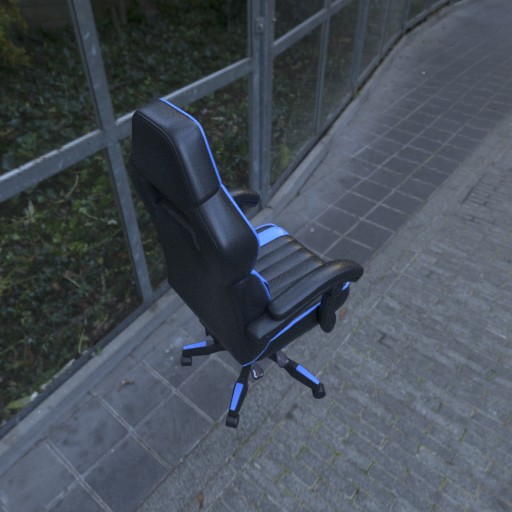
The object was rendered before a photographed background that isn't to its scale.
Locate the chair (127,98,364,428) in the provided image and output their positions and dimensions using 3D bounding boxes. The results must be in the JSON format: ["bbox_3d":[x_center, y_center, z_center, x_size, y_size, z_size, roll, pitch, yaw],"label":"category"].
[{"bbox_3d":[0.000,0.000,1.685,0.700,1.280,0.700,-26,47,-28],"label":"chair"}]
